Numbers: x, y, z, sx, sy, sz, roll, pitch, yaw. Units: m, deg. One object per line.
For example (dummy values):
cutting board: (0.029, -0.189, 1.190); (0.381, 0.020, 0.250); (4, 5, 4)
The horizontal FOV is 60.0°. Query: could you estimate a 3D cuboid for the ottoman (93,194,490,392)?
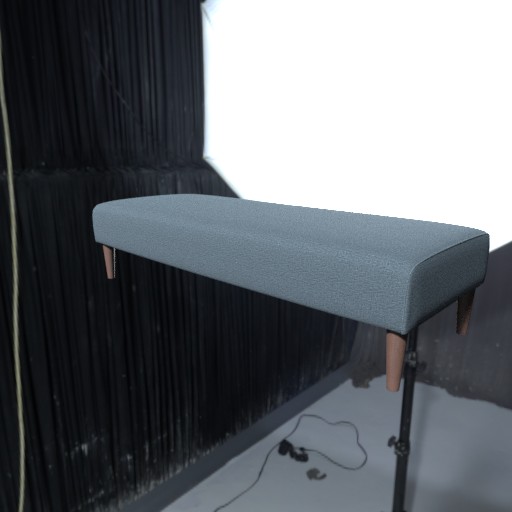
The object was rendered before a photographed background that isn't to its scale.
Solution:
ottoman: (0.000, 0.000, 1.840); (1.609, 0.393, 0.646); (13, 19, 42)
